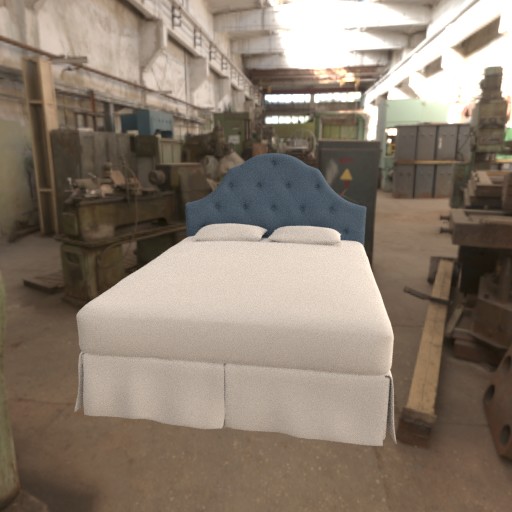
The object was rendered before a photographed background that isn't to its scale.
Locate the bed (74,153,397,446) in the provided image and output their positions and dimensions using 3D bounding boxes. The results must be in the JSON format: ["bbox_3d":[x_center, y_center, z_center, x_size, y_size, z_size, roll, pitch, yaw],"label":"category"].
[{"bbox_3d":[0.000,0.000,3.687,2.039,1.617,2.477,2,14,9],"label":"bed"}]
